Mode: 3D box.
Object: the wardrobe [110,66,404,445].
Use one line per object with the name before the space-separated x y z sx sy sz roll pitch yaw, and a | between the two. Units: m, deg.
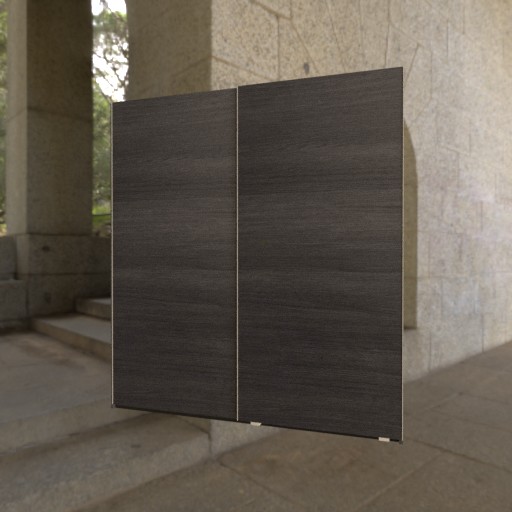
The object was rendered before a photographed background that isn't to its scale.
wardrobe | 0.000 0.000 2.836 1.780 1.960 0.629 0 0 17
